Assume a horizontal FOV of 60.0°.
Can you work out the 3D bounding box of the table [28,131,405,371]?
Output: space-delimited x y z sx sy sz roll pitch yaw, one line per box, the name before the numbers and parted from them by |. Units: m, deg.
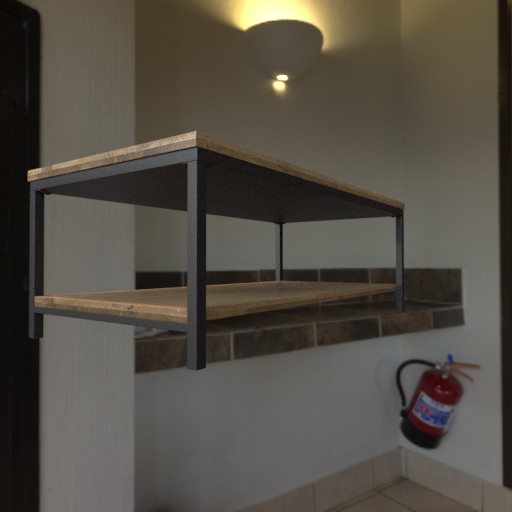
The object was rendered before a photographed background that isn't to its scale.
table | 0.000 0.000 1.340 0.551 0.399 1.100 -1 -1 36
